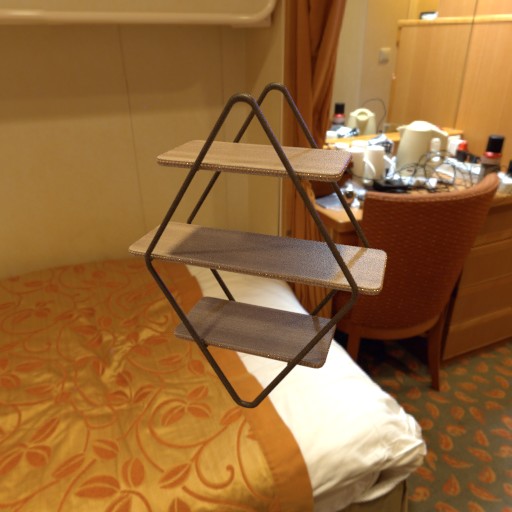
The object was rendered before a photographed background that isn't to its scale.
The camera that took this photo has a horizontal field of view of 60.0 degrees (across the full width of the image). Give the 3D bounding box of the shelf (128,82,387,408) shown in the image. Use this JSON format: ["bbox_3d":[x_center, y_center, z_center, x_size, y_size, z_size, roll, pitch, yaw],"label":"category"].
[{"bbox_3d":[0.000,0.000,1.081,0.609,0.774,0.234,9,28,17],"label":"shelf"}]
